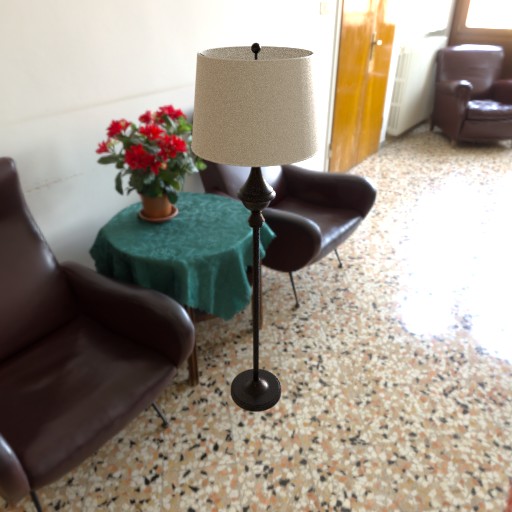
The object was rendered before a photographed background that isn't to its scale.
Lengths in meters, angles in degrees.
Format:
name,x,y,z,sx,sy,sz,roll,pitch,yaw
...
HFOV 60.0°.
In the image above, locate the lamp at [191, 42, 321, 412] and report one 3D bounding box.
name,x,y,z,sx,sy,sz,roll,pitch,yaw
lamp,0.000,0.000,1.704,0.431,1.484,0.431,0,31,0
